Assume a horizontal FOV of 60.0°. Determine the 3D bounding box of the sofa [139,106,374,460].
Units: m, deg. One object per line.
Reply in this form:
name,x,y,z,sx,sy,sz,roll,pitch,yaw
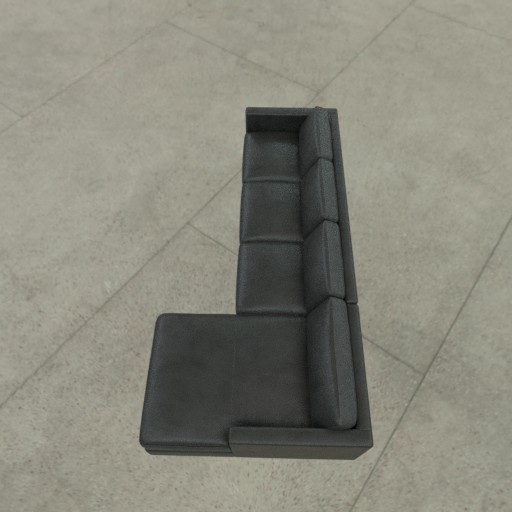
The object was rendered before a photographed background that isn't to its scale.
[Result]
sofa,0.000,0.000,3.919,1.581,0.883,3.203,1,58,1
